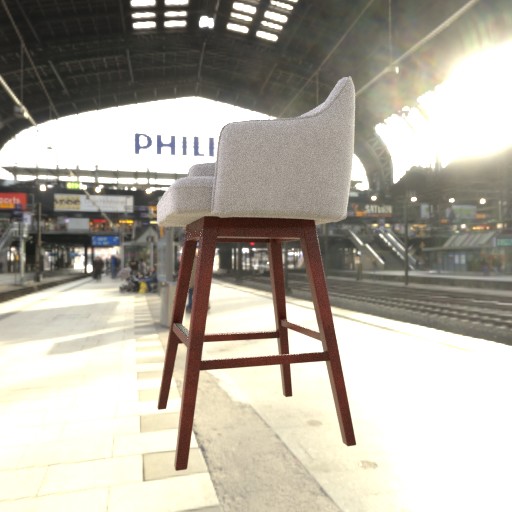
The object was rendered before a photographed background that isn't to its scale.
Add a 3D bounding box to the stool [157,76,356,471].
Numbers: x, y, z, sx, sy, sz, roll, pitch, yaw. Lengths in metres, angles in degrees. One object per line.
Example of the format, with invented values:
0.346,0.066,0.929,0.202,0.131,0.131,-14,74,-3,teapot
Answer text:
0.000,0.000,1.348,0.558,1.012,0.548,0,-1,-18,stool
